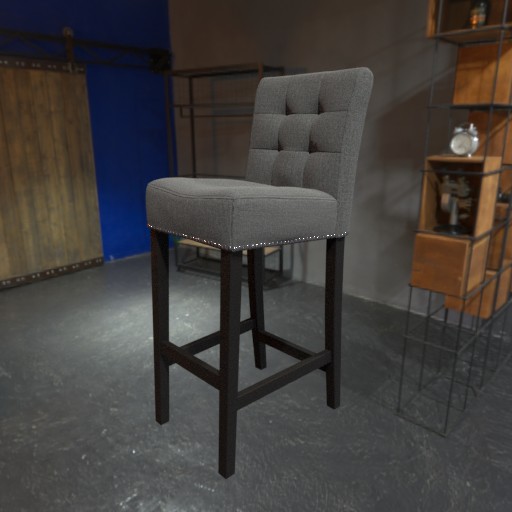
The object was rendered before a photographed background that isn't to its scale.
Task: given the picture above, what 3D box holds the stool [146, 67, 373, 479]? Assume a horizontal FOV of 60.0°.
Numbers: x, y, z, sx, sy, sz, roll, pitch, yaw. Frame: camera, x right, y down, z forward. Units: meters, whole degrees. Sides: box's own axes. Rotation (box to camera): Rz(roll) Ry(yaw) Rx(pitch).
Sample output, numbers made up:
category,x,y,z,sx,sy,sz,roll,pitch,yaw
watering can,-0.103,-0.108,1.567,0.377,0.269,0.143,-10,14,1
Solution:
category,x,y,z,sx,sy,sz,roll,pitch,yaw
stool,0.000,0.000,1.316,0.548,1.047,0.411,-15,22,-42
